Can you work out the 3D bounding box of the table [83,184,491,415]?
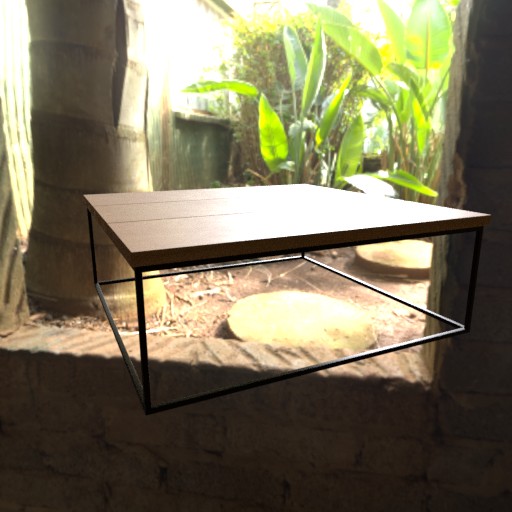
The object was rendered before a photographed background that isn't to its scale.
[{"bbox_3d":[0.000,0.000,1.681,1.100,0.400,1.100,-7,16,-25],"label":"table"}]
